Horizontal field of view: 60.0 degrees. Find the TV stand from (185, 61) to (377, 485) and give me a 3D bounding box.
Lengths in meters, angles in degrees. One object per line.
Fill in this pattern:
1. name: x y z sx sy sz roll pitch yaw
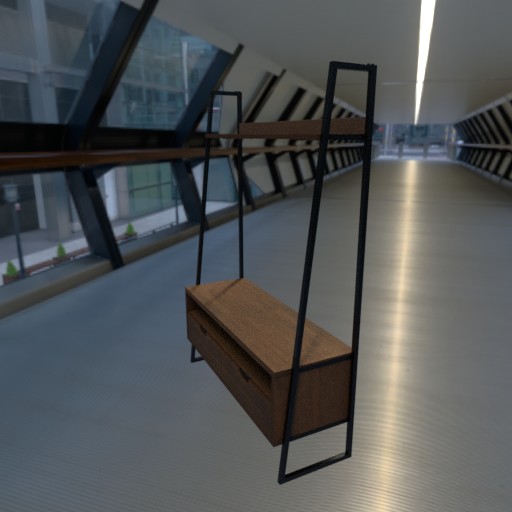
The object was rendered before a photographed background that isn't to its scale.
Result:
1. TV stand: 0.000 0.000 2.372 0.432 1.772 1.250 -8 17 -26
